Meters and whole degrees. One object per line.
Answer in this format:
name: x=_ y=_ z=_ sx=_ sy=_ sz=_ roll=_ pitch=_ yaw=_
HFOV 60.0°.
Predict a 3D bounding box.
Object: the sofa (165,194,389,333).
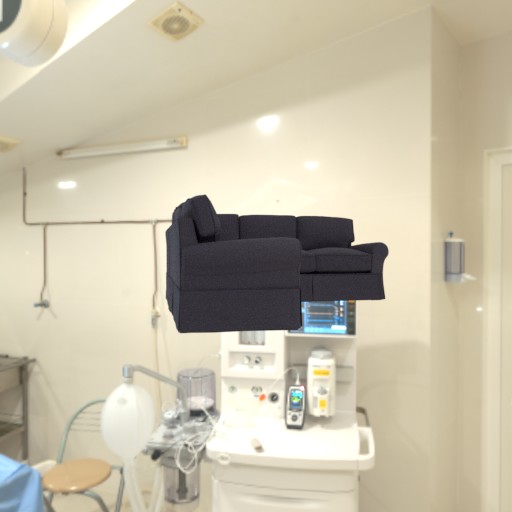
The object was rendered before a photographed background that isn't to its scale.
sofa: x=0.000 y=0.000 z=5.091 sx=2.874 sy=1.169 sz=3.773 roll=0 pitch=1 yaw=18
